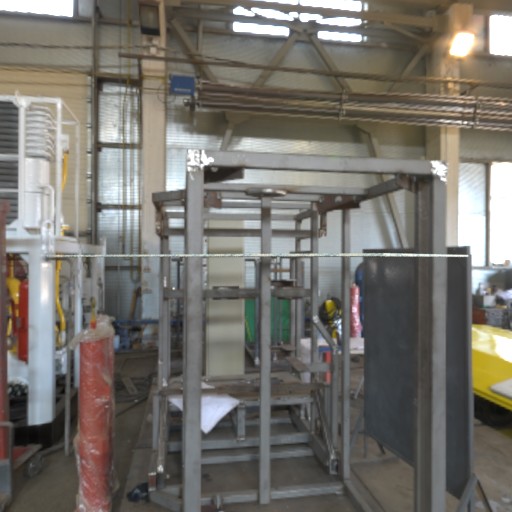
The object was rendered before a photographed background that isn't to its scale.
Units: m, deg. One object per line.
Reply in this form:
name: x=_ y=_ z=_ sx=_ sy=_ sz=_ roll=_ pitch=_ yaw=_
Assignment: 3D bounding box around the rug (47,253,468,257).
rug: x=0.000 y=0.000 z=2.321 sx=1.820 sy=0.009 sz=1.260 roll=0 pitch=0 yaw=35
